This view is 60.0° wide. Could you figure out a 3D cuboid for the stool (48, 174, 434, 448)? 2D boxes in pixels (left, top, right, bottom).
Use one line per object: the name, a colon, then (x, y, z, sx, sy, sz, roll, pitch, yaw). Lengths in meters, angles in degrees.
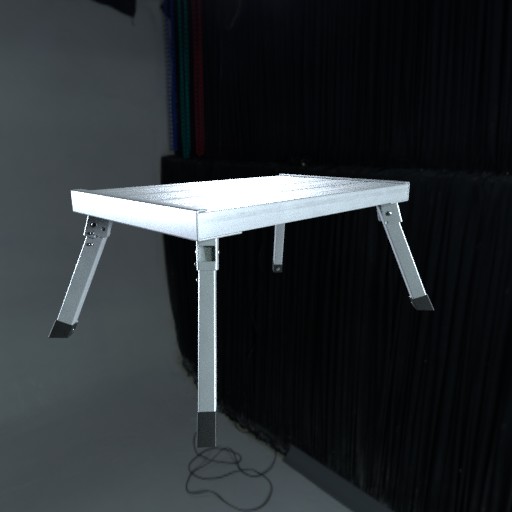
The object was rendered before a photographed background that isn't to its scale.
stool: (0.000, 0.000, 0.711, 0.385, 0.225, 0.535, 14, 20, 43)
